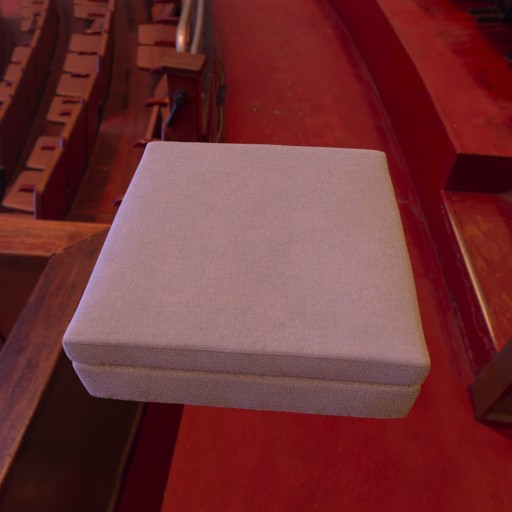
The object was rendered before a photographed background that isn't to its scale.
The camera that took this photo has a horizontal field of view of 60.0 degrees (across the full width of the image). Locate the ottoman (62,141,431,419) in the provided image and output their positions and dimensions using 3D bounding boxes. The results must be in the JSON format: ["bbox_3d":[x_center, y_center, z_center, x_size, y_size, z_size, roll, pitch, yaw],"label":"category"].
[{"bbox_3d":[0.000,0.000,1.852,1.203,0.517,1.171,3,47,3],"label":"ottoman"}]
